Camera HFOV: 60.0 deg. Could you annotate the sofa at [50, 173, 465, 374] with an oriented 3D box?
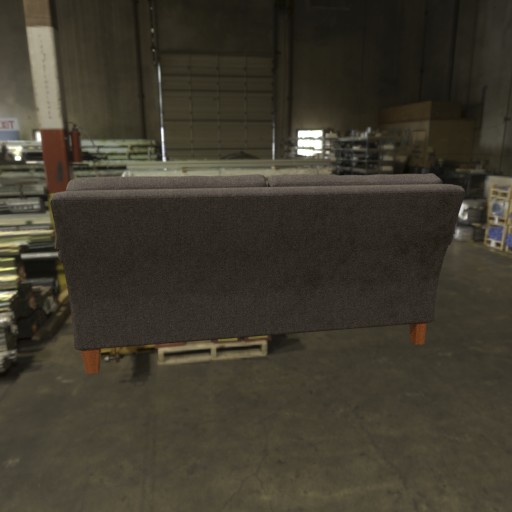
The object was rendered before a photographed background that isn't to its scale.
[{"bbox_3d":[0.000,0.000,2.795,2.160,1.054,1.087,-3,14,-10],"label":"sofa"}]
